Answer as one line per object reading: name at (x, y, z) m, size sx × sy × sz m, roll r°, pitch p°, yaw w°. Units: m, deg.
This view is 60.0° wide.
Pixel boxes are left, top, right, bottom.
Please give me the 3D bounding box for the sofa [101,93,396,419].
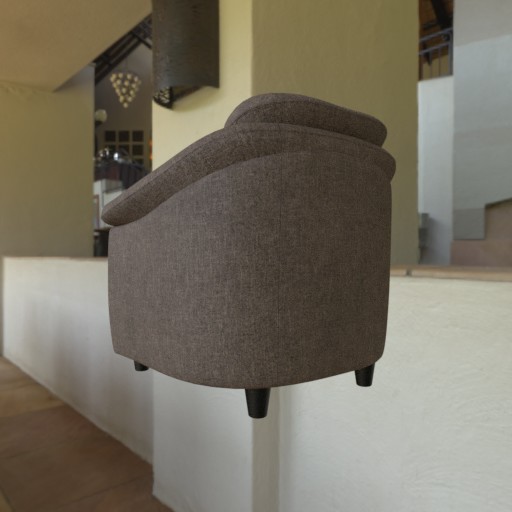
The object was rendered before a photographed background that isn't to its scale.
sofa at (0.000, 0.000, 1.480) m, size 0.870 × 0.811 × 0.794 m, roll 0°, pitch 0°, yaw -38°
